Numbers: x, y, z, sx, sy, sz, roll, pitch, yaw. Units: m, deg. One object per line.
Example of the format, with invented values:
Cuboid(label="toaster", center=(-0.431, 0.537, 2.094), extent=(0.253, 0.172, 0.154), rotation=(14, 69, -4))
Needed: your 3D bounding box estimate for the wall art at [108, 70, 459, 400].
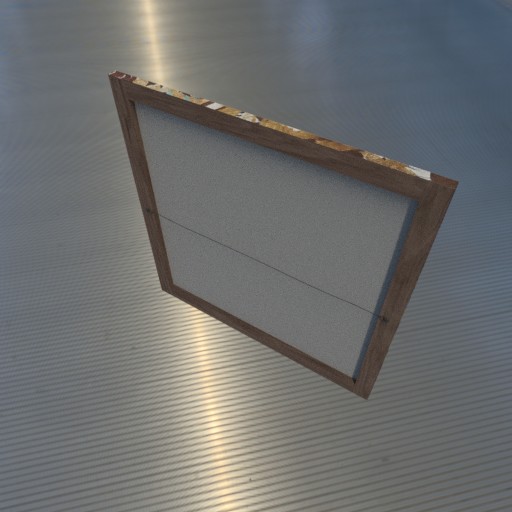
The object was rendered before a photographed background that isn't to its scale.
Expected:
Cuboid(label="wall art", center=(0.000, 0.000, 1.124), extent=(0.757, 0.762, 0.028), rotation=(25, 52, 21))
